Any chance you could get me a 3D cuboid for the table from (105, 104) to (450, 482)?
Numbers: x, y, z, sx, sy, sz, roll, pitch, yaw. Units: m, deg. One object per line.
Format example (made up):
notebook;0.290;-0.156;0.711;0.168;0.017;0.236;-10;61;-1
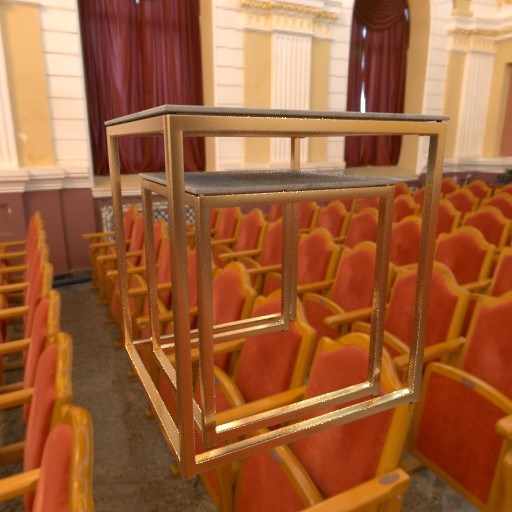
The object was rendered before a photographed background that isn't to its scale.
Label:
table;0.000;0.000;0.846;0.450;0.500;0.450;-7;16;-26
